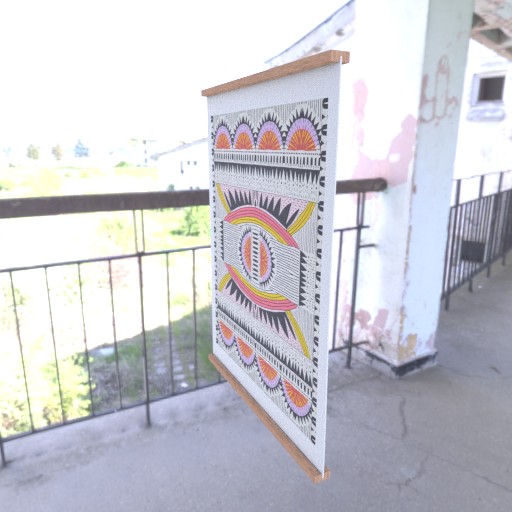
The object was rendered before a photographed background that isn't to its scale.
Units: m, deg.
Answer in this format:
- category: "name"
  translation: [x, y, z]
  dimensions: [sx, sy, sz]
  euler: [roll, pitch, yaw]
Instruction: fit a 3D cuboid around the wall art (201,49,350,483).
- category: "wall art"
  translation: [0.000, 0.000, 0.802]
  dimensions: [0.028, 0.609, 0.456]
  euler: [-7, 16, -26]
